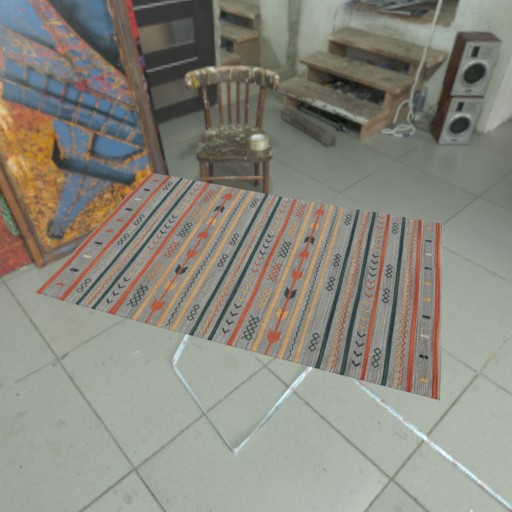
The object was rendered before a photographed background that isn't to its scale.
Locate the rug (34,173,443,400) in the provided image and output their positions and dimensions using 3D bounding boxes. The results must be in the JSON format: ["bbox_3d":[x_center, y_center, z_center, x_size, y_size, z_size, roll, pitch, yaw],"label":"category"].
[{"bbox_3d":[0.000,0.000,3.044,2.439,0.029,1.537,12,43,13],"label":"rug"}]
